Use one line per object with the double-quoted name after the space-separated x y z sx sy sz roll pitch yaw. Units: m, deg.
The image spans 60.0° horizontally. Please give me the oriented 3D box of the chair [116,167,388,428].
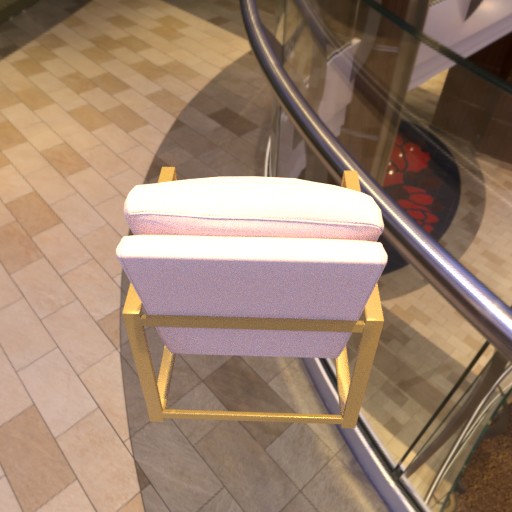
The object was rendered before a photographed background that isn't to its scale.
0.000 0.000 1.556 0.758 0.956 0.813 2 47 1 "chair"
